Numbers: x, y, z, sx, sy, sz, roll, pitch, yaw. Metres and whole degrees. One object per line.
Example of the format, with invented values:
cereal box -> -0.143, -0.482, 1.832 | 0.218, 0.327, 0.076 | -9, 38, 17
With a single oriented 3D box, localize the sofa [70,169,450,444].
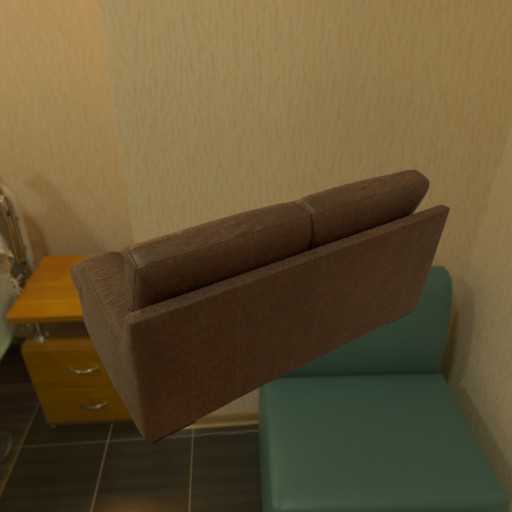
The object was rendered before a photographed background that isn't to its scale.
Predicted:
sofa -> 0.000, 0.000, 2.520 | 1.880, 0.939, 1.143 | -18, 35, -28
